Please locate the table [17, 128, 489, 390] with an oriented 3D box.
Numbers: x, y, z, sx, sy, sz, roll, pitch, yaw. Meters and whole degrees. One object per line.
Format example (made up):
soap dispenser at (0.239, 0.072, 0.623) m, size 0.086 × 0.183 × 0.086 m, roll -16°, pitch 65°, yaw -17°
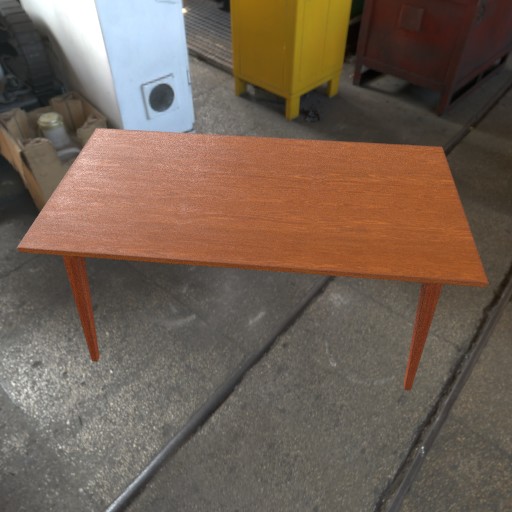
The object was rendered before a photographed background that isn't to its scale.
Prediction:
table at (0.000, 0.000, 2.050) m, size 1.609 × 0.755 × 0.811 m, roll 4°, pitch 47°, yaw 4°
